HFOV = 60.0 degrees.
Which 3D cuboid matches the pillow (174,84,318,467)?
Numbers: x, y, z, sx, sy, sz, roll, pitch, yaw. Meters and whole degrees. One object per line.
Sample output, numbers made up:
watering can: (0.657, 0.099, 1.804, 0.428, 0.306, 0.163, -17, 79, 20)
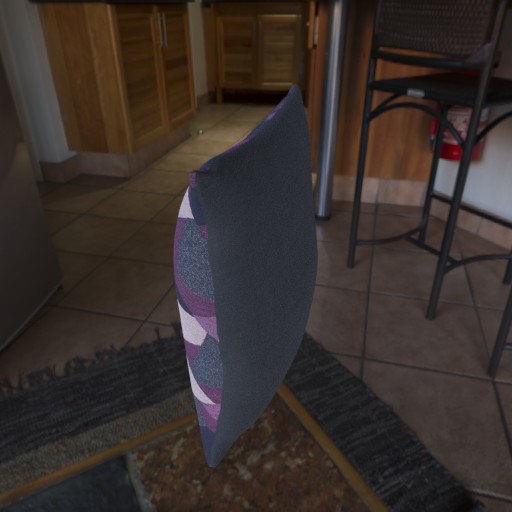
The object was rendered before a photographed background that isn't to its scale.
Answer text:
pillow: (0.000, 0.000, 0.777, 0.208, 0.496, 0.503, 9, 32, 15)
